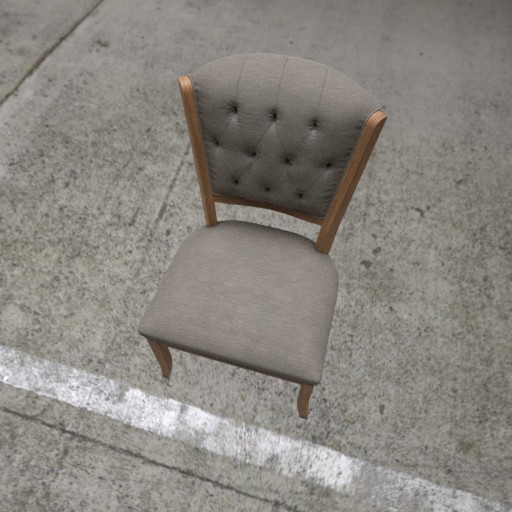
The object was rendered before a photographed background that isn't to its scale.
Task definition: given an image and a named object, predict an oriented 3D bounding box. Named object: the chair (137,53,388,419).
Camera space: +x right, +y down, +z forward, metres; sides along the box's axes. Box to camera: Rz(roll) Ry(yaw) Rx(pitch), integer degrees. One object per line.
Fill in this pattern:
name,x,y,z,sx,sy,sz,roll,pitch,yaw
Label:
chair,0.000,0.000,1.263,0.513,0.905,0.584,14,57,9
